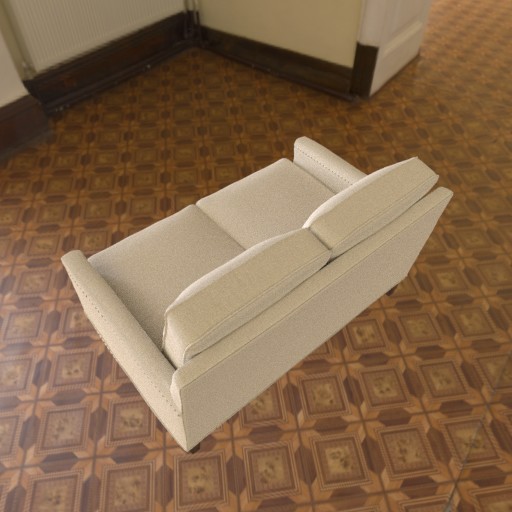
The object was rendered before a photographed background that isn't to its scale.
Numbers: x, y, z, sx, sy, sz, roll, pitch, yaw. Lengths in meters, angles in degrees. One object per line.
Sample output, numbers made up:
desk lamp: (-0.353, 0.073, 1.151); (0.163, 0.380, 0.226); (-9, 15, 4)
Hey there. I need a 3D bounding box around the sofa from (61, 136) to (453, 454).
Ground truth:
sofa: (0.000, 0.000, 2.245); (1.597, 1.003, 1.084); (-32, 56, -25)
